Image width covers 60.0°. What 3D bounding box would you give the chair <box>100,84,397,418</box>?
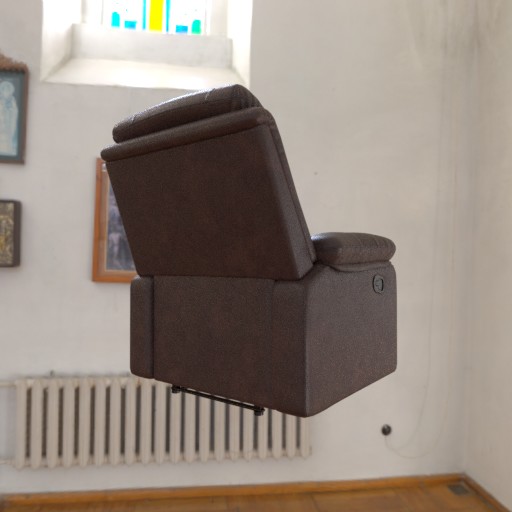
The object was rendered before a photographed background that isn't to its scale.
[{"bbox_3d":[0.000,0.000,1.690,0.855,0.992,0.919,-1,-1,38],"label":"chair"}]
